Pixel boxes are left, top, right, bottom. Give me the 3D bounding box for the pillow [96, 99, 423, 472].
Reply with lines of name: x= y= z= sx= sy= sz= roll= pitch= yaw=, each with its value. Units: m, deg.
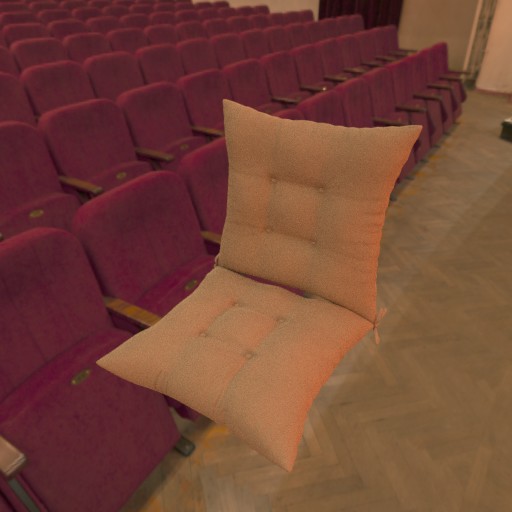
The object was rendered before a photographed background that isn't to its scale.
pillow: x=0.000 y=0.000 z=0.989 sx=0.541 sy=0.536 sz=0.585 roll=18 pitch=36 yaw=27
